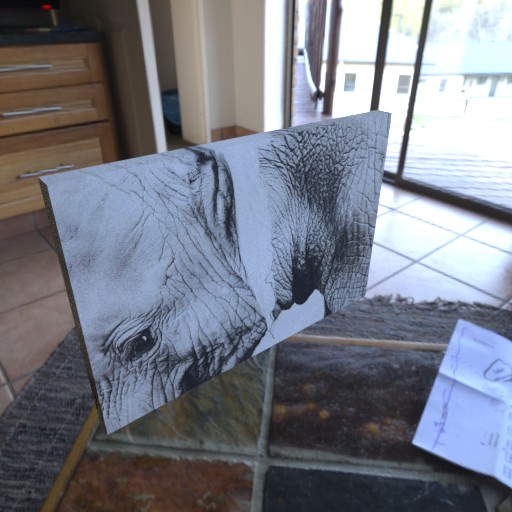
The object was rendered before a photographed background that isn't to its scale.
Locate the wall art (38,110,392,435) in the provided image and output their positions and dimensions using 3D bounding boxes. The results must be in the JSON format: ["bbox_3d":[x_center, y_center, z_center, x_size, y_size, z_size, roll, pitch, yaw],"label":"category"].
[{"bbox_3d":[0.000,0.000,0.763,0.613,0.407,0.035,-21,36,-33],"label":"wall art"}]
